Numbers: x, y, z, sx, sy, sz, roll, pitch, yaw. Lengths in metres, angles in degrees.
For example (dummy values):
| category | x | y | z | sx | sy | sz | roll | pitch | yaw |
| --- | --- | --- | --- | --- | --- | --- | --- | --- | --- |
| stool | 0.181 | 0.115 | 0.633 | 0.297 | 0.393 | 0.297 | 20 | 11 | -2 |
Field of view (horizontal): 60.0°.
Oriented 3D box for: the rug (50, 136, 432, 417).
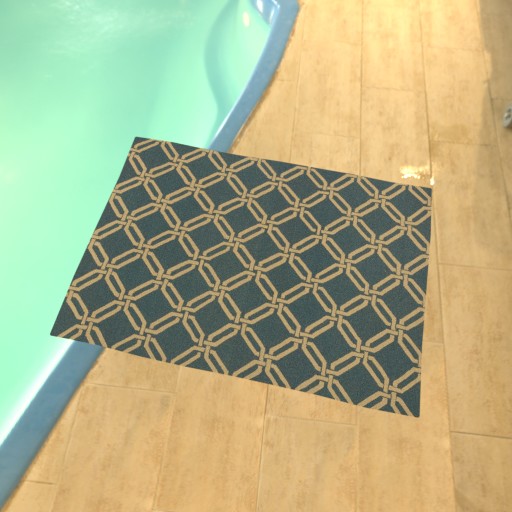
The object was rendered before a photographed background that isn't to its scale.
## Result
| category | x | y | z | sx | sy | sz | roll | pitch | yaw |
| --- | --- | --- | --- | --- | --- | --- | --- | --- | --- |
| rug | 0.000 | 0.000 | 2.786 | 2.135 | 0.013 | 1.524 | 11 | 65 | 5 |
